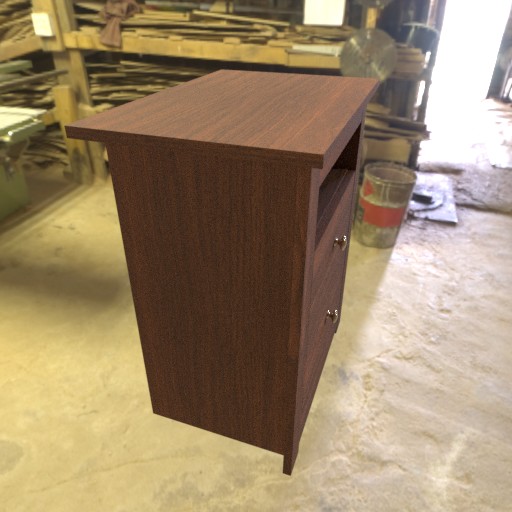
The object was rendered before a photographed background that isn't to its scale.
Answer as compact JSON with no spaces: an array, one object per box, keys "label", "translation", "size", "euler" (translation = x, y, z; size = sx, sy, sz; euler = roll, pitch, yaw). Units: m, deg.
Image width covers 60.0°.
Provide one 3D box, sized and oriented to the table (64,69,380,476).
[{"label":"table","translation":[0.000,0.000,1.035],"size":[0.406,0.711,0.589],"euler":[11,33,17]}]
